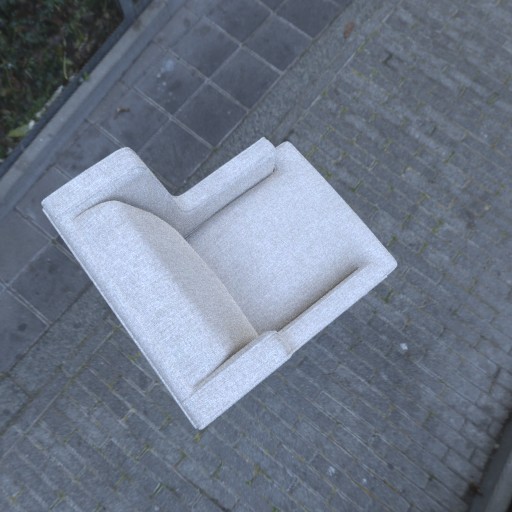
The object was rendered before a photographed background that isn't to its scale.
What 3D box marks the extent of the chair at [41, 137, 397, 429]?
[{"bbox_3d":[0.000,0.000,1.732,0.948,1.082,0.764,-37,78,-9],"label":"chair"}]
